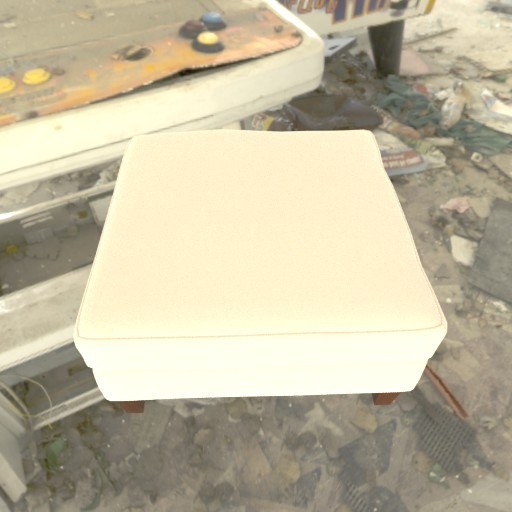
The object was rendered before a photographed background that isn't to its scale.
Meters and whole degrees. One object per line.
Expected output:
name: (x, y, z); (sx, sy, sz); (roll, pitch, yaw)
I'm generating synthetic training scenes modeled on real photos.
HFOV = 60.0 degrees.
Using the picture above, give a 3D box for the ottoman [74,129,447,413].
ottoman: (0.000, 0.000, 1.370); (0.838, 0.479, 0.838); (-1, 47, -1)
